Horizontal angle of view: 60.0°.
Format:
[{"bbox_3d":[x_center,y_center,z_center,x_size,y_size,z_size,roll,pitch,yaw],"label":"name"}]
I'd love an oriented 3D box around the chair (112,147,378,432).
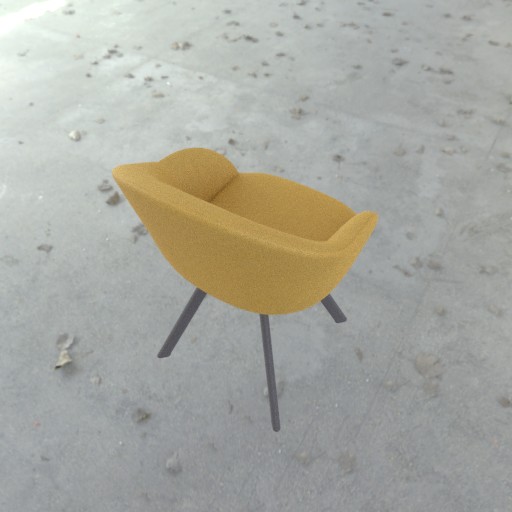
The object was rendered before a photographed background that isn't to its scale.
[{"bbox_3d":[0.000,0.000,1.222,0.551,0.793,0.583,25,52,22],"label":"chair"}]
